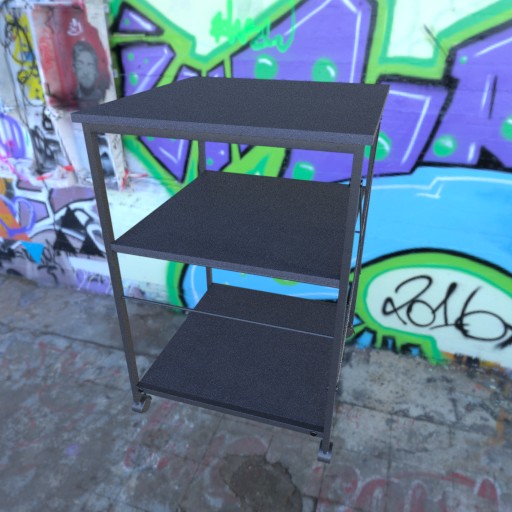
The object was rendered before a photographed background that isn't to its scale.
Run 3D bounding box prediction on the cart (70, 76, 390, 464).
[{"bbox_3d":[0.000,0.000,1.110,0.520,0.762,0.521,9,30,15],"label":"cart"}]
